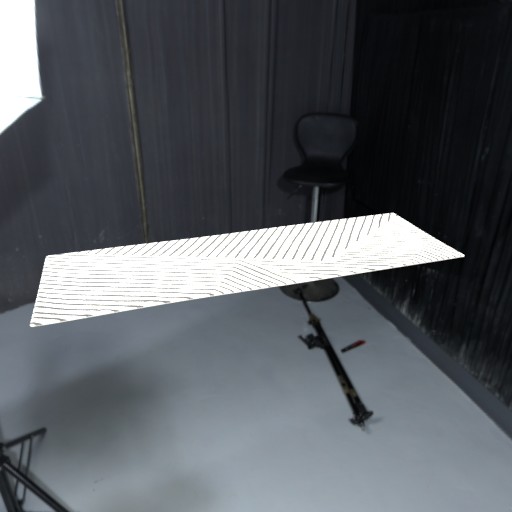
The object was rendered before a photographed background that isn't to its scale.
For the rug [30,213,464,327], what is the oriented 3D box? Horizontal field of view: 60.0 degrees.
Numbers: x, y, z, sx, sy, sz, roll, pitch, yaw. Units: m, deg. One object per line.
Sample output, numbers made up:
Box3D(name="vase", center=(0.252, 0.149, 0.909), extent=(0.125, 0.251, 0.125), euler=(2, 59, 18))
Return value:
Box3D(name="rug", center=(0.000, 0.000, 2.705), extent=(2.439, 0.020, 0.773), euler=(-8, 27, -16))
